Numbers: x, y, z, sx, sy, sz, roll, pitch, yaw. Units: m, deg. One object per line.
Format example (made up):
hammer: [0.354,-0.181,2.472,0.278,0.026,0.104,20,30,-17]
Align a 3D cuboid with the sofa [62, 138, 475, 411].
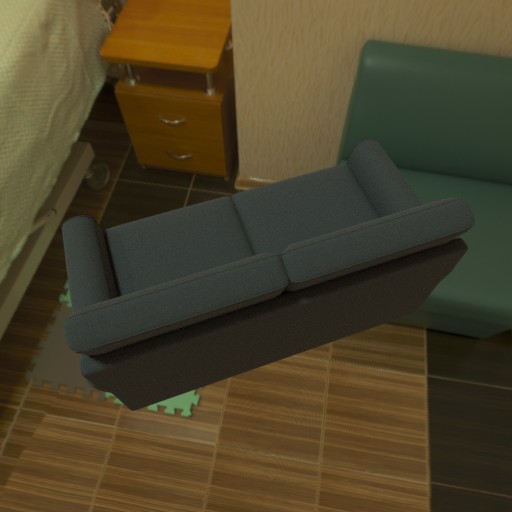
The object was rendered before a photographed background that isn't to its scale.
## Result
sofa: [0.000,0.000,2.432,1.930,1.020,0.940,-17,60,-10]
